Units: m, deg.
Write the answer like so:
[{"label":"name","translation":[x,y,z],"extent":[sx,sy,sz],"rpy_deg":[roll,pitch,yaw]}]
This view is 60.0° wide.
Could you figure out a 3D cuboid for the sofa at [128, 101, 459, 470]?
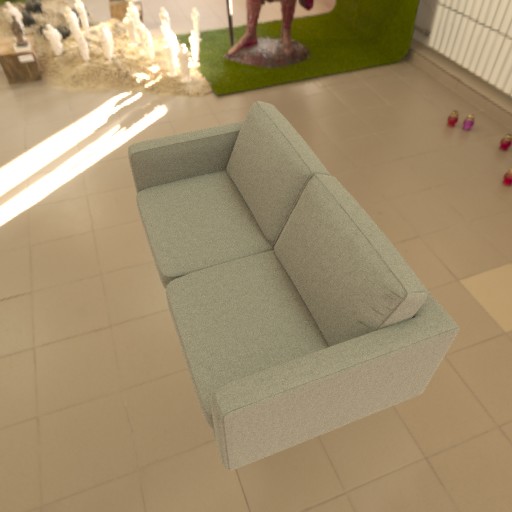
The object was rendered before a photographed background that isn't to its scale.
[{"label":"sofa","translation":[0.000,0.000,2.299],"extent":[1.000,0.900,1.731],"rpy_deg":[-16,48,-14]}]
